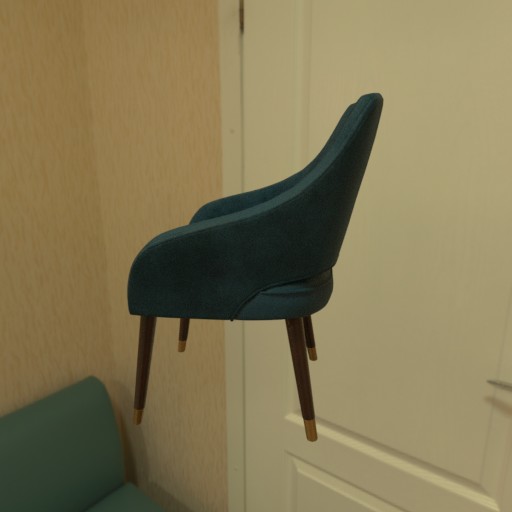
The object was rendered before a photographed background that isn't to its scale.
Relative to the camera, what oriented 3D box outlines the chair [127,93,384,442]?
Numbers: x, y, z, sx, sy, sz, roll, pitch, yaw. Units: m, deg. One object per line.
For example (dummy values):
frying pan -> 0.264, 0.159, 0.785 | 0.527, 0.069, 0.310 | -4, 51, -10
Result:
chair -> 0.000, 0.000, 1.595 | 0.794, 1.081, 0.683 | 2, 16, 7
